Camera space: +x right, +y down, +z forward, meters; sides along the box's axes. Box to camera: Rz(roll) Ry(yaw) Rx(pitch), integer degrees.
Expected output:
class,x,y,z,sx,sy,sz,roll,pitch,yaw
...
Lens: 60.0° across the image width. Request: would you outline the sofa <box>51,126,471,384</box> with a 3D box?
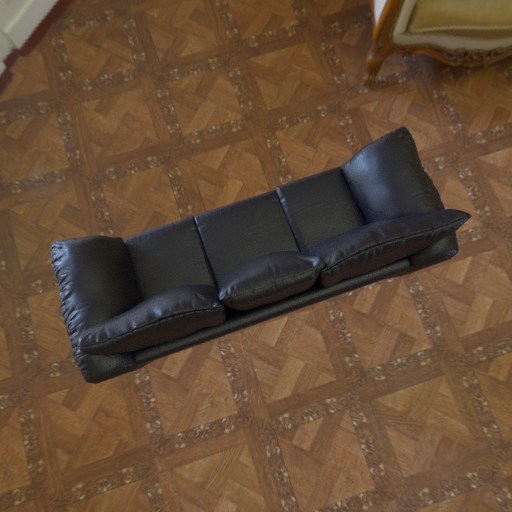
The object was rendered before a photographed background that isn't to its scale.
class,x,y,z,sx,sy,sz,roll,pitch,yaw
sofa,0.000,0.000,2.814,2.336,1.073,0.880,-19,76,-5
